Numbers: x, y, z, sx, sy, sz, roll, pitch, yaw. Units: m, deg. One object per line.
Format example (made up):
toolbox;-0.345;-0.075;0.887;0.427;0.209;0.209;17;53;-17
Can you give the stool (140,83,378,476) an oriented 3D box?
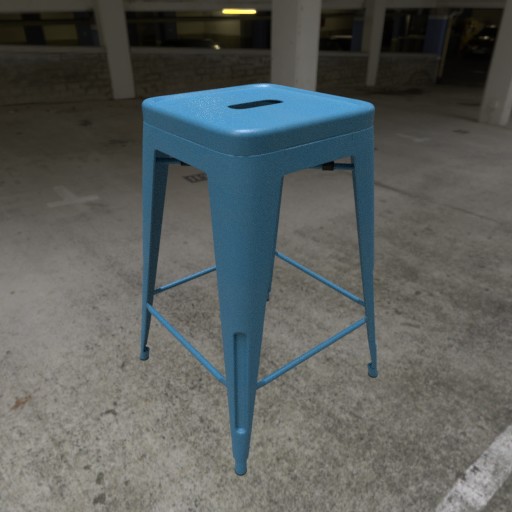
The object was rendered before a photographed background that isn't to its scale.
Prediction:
stool;0.000;0.000;0.907;0.410;0.608;0.410;-22;36;-33
